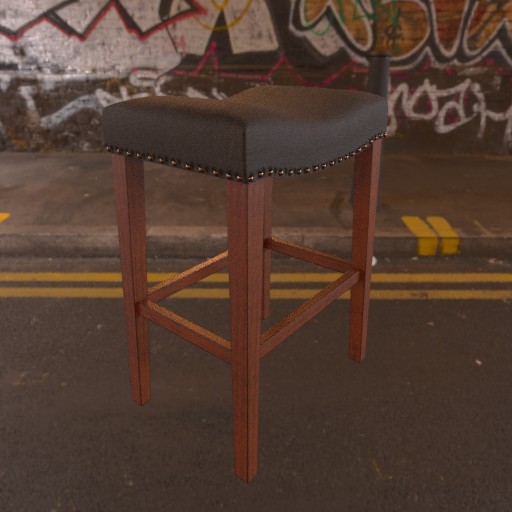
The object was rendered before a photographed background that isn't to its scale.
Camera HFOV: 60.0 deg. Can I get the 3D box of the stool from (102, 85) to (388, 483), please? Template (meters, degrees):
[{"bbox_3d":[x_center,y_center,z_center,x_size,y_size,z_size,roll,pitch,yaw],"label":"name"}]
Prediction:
[{"bbox_3d":[0.000,0.000,0.874,0.320,0.612,0.439,19,31,35],"label":"stool"}]
